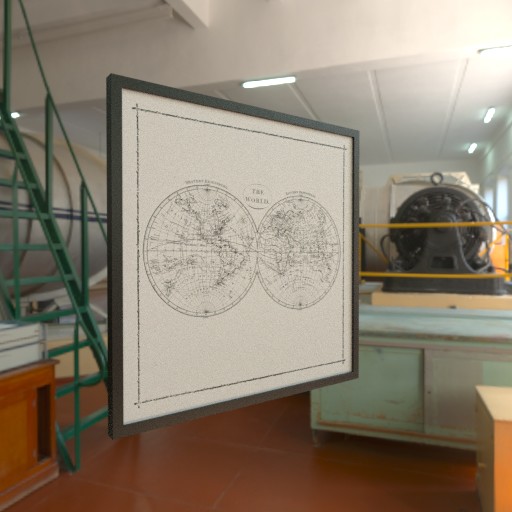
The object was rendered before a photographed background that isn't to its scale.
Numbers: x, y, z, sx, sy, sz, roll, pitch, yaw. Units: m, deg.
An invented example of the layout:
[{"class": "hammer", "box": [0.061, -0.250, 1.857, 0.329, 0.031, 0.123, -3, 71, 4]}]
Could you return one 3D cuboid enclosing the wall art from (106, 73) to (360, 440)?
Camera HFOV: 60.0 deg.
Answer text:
[{"class": "wall art", "box": [0.000, 0.000, 1.174, 0.773, 0.775, 0.031, -1, 1, -36]}]
